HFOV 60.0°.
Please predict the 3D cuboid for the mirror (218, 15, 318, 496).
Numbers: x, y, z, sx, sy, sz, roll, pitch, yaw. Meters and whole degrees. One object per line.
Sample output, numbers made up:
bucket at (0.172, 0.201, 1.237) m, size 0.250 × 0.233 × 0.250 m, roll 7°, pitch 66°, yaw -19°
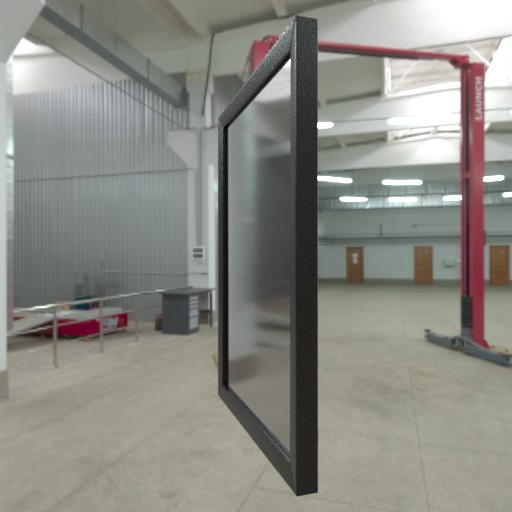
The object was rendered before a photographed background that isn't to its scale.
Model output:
mirror at (0.000, 0.000, 0.901) m, size 0.040 × 0.710 × 0.507 m, roll 0°, pitch 0°, yaw -18°
